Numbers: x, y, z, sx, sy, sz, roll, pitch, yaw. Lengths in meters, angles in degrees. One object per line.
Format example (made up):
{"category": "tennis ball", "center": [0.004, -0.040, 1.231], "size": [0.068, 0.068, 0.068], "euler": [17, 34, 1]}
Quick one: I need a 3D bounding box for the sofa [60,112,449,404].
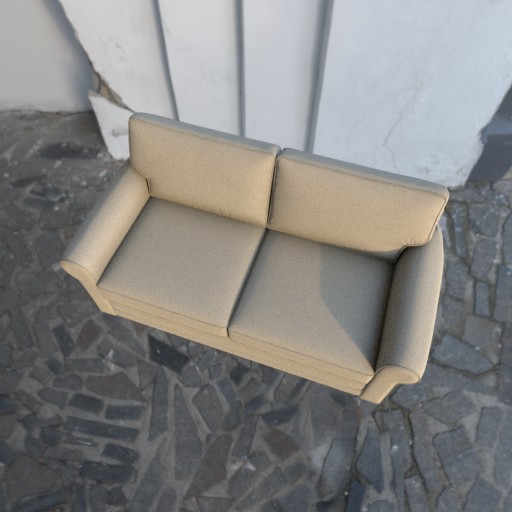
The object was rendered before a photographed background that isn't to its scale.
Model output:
{"category": "sofa", "center": [0.000, 0.000, 2.448], "size": [1.930, 0.952, 0.940], "euler": [16, 59, 10]}
